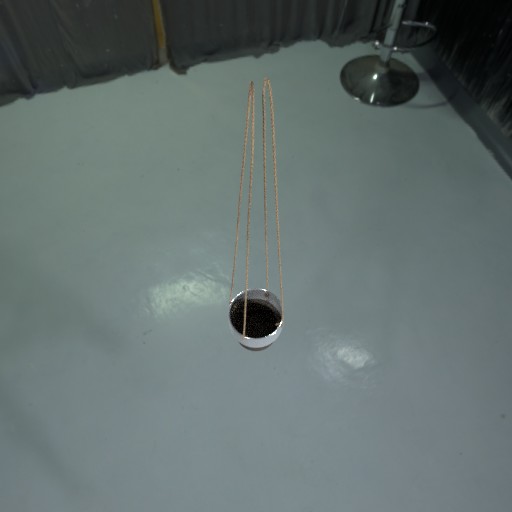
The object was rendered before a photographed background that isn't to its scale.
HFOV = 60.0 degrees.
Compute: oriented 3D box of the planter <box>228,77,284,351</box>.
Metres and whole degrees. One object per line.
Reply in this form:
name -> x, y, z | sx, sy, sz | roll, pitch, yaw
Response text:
planter -> 0.000, 0.000, 1.156 | 0.187, 1.073, 0.187 | -17, 61, -10
